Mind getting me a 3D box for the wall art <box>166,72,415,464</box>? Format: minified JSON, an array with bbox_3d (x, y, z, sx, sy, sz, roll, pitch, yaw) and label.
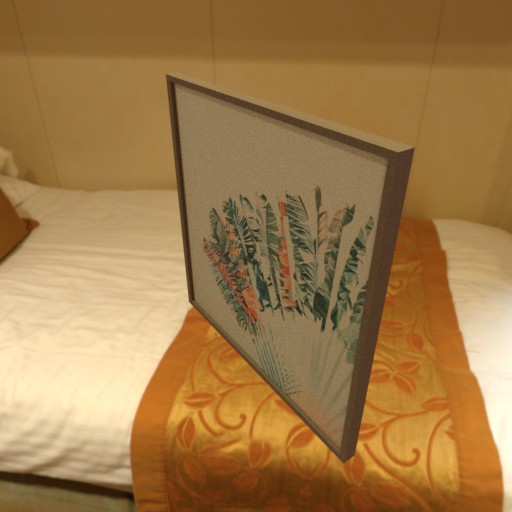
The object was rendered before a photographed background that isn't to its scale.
[{"bbox_3d":[0.000,0.000,1.118,0.038,0.758,0.761,-21,38,-30],"label":"wall art"}]
